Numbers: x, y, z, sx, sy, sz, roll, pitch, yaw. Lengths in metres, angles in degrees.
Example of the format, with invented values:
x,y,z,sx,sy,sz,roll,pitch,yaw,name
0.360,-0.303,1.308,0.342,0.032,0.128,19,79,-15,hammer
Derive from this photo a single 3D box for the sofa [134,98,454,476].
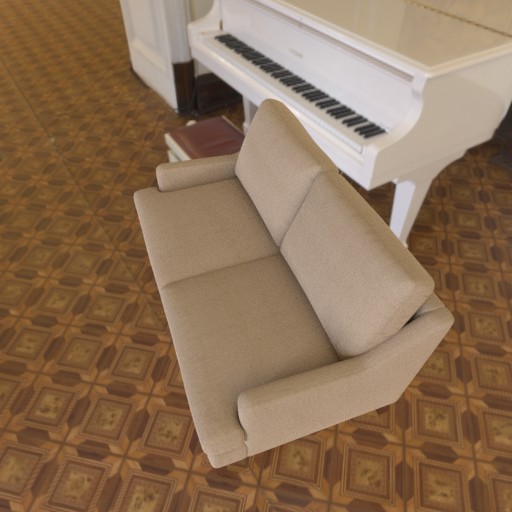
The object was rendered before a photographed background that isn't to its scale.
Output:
x,y,z,sx,sy,sz,roll,pitch,yaw,name
0.000,0.000,2.210,1.004,0.910,1.619,-15,48,-14,sofa
